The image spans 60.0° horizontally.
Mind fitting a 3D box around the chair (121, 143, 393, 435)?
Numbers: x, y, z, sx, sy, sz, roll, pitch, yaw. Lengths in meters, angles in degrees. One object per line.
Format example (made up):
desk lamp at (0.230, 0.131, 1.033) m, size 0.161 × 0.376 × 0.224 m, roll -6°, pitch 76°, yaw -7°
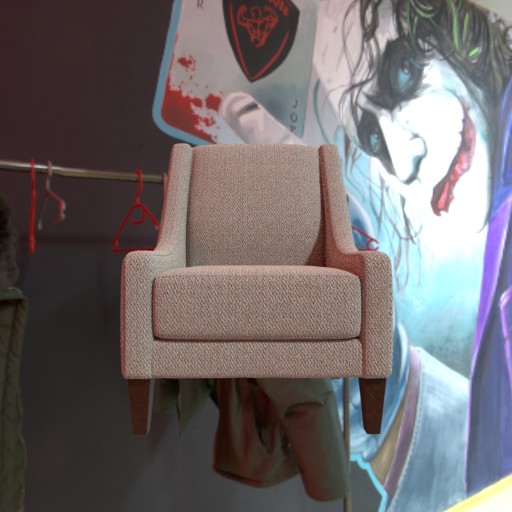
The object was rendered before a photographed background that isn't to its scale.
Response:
chair at (0.000, 0.000, 1.631) m, size 0.774 × 1.014 × 0.870 m, roll 0°, pitch 0°, yaw 0°
